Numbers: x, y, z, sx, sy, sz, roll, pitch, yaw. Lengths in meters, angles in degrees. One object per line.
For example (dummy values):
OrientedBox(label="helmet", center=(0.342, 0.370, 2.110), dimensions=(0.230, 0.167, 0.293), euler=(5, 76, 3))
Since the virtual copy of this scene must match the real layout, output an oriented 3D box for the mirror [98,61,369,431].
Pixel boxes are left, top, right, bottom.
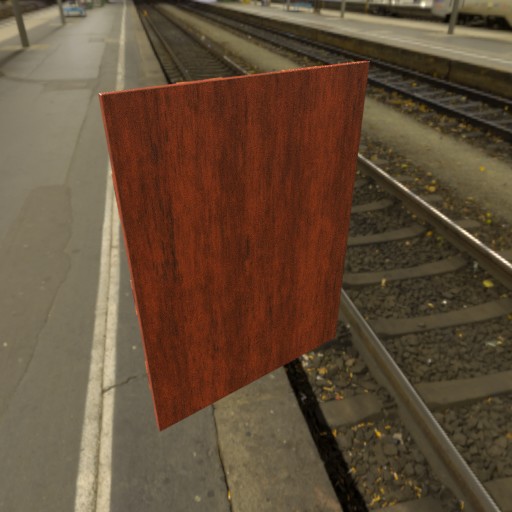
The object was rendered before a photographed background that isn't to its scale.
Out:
OrientedBox(label="mirror", center=(0.000, 0.000, 1.049), dimensions=(0.600, 0.805, 0.021), euler=(-20, 37, -30))
